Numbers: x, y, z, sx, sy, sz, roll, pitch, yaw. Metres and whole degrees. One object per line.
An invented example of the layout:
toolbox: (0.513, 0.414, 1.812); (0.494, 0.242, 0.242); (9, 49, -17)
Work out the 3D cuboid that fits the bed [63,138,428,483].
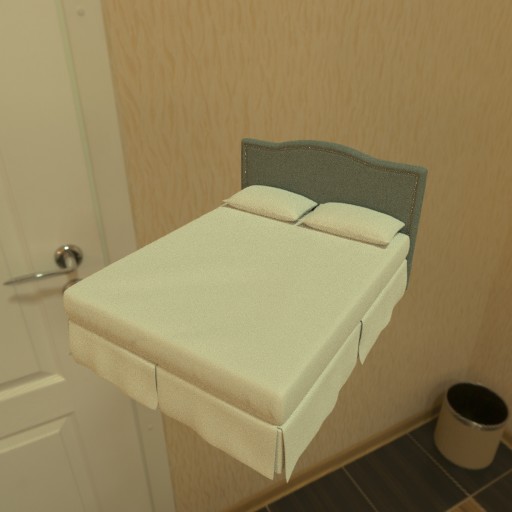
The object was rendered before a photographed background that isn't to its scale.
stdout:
bed: (0.000, 0.000, 3.902); (2.161, 1.457, 2.689); (17, 33, 29)
